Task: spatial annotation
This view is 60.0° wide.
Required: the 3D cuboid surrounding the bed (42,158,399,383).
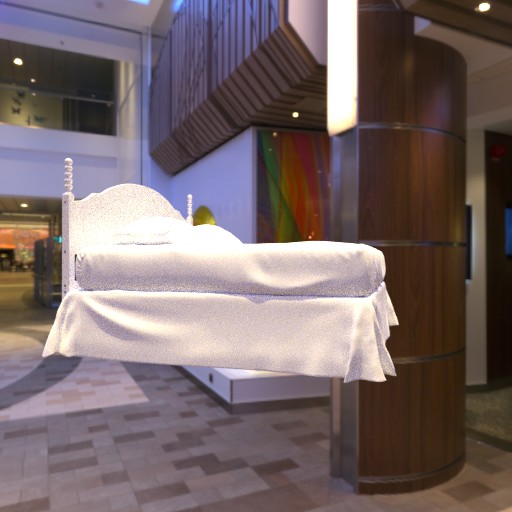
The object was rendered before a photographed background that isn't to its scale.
[{"bbox_3d":[0.000,0.000,3.639,2.219,1.355,2.322,0,0,18],"label":"bed"}]
